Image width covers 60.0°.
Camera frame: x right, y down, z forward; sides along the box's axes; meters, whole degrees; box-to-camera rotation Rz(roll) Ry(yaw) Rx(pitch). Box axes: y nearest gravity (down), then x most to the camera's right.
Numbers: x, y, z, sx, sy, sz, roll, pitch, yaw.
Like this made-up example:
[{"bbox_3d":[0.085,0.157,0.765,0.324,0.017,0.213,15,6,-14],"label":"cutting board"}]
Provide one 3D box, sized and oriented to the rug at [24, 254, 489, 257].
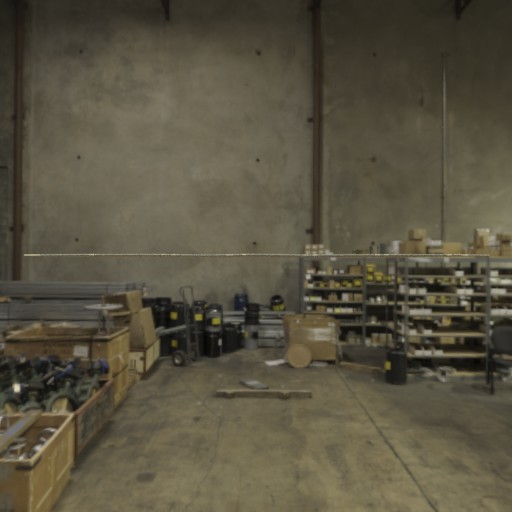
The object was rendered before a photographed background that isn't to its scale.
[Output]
[{"bbox_3d":[0.000,0.000,2.221,1.754,0.010,1.148,0,0,-1],"label":"rug"}]
